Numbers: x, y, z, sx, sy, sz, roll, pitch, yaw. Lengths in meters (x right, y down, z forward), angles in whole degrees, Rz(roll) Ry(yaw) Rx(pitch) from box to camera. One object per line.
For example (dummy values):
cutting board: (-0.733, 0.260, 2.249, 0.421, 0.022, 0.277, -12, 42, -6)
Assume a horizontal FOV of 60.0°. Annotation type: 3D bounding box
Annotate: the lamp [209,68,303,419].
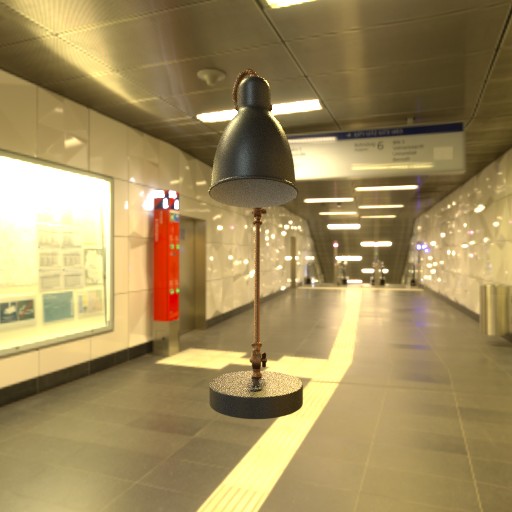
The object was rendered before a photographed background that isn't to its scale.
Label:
lamp: (0.000, 0.000, 0.859, 0.187, 0.587, 0.561, 0, 0, 1)
